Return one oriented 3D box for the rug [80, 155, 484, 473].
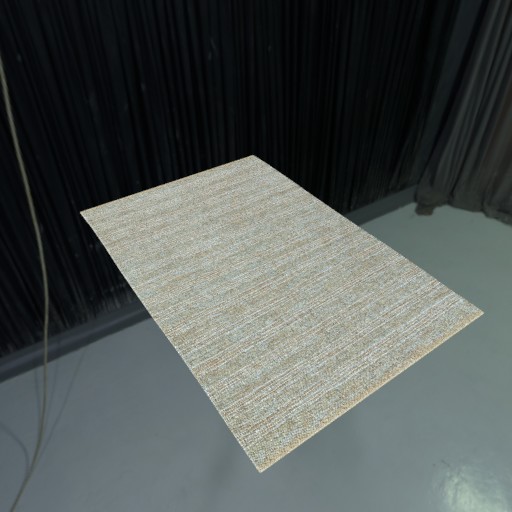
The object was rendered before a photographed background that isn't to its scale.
[{"bbox_3d":[0.000,0.000,2.294,1.240,0.010,1.824,-24,46,-26],"label":"rug"}]
